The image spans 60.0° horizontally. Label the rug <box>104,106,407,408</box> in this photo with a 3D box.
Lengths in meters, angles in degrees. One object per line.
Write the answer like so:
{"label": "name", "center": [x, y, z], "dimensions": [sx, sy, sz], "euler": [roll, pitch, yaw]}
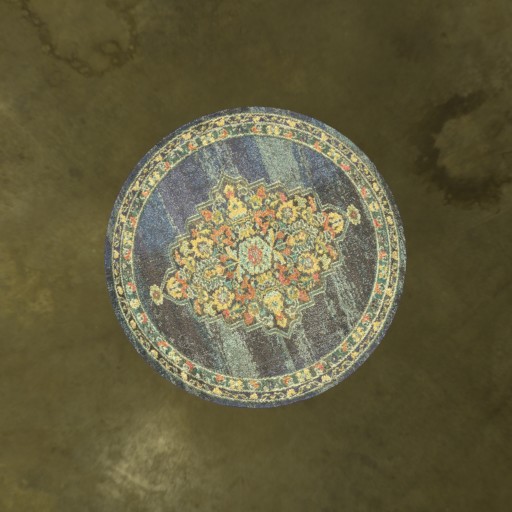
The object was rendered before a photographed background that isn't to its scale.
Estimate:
{"label": "rug", "center": [0.000, 0.000, 2.334], "dimensions": [1.591, 0.010, 1.591], "euler": [0, 88, -1]}
